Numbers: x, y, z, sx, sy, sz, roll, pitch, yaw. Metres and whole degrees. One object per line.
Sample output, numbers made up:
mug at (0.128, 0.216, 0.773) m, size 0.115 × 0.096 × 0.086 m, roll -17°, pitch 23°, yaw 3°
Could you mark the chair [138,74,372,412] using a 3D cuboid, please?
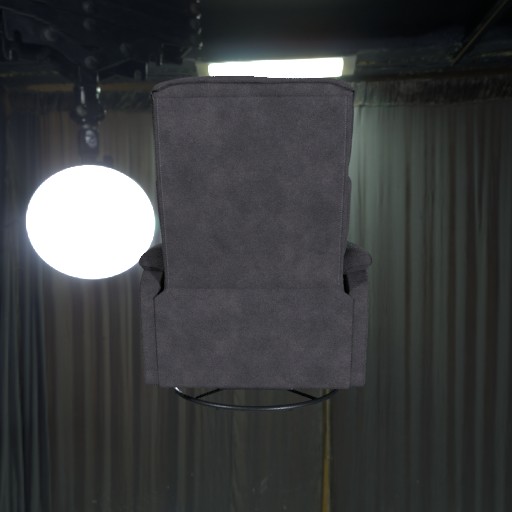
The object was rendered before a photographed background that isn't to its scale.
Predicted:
chair at (0.000, 0.000, 1.705) m, size 0.830 × 1.035 × 1.009 m, roll 0°, pitch 0°, yaw 2°
